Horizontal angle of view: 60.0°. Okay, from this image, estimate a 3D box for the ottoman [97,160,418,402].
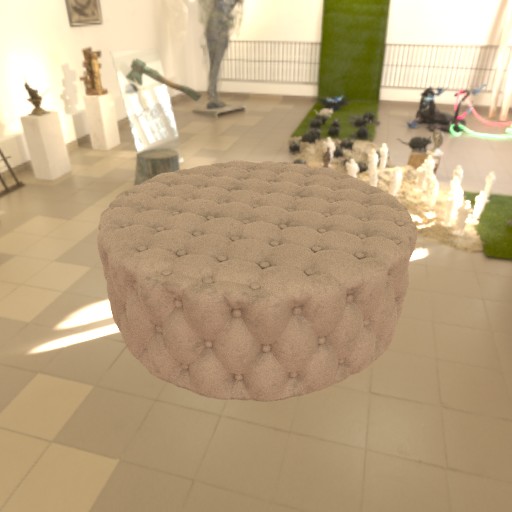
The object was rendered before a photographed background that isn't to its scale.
[{"bbox_3d":[0.000,0.000,1.509,0.998,0.399,0.998,0,30,0],"label":"ottoman"}]
